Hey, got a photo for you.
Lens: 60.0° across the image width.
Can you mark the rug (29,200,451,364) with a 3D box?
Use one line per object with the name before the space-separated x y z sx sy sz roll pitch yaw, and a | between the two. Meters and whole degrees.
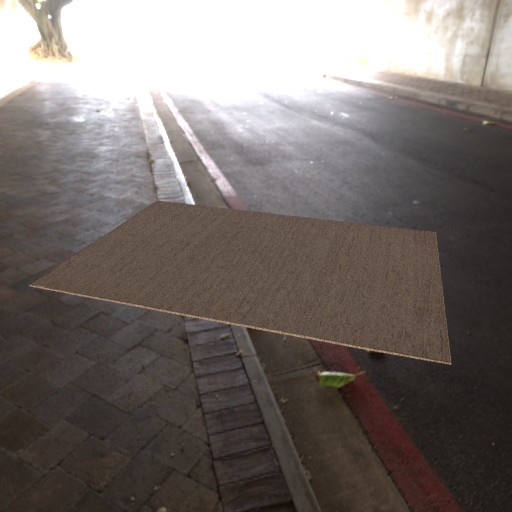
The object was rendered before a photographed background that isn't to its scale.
rug | 0.000 0.000 2.344 1.840 0.013 1.225 8 28 16
